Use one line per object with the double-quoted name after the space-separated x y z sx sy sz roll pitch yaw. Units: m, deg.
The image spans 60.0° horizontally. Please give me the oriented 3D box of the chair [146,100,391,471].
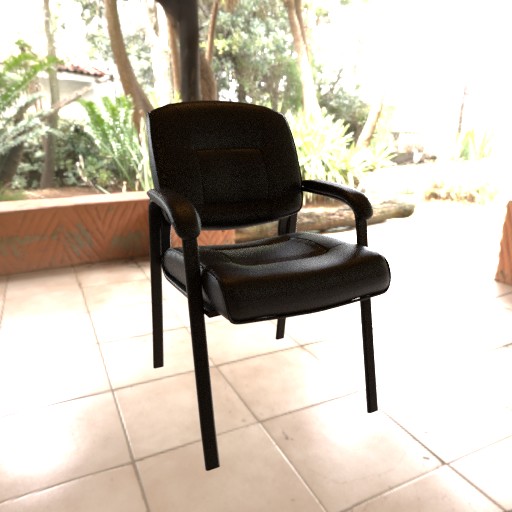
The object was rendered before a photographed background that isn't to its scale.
0.000 0.000 1.328 0.591 0.910 0.668 -8 18 -26 "chair"
